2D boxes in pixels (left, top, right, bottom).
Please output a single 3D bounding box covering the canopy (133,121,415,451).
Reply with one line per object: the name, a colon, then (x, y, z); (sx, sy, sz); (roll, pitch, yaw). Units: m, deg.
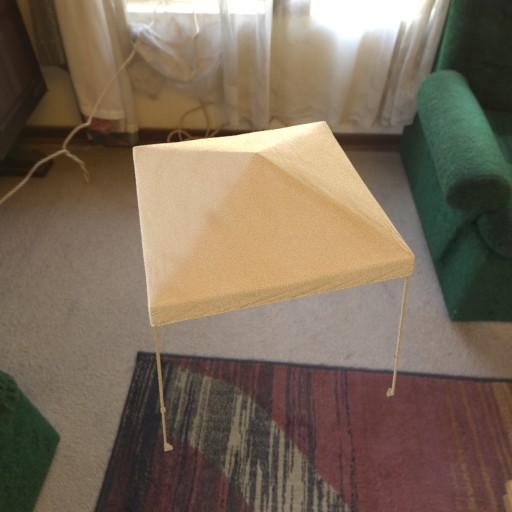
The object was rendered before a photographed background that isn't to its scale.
canopy: (0.000, 0.000, 6.554); (3.599, 3.600, 3.600); (-10, 48, -9)
